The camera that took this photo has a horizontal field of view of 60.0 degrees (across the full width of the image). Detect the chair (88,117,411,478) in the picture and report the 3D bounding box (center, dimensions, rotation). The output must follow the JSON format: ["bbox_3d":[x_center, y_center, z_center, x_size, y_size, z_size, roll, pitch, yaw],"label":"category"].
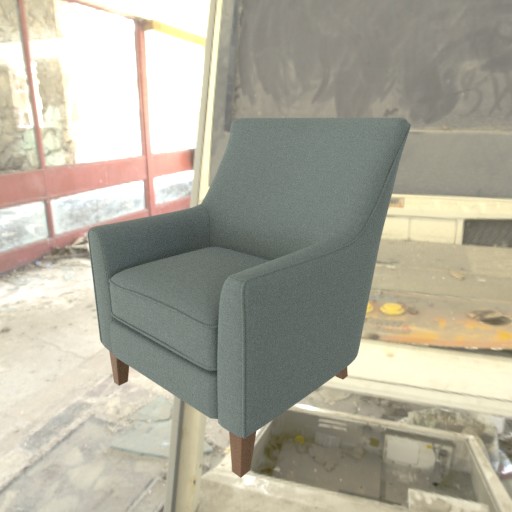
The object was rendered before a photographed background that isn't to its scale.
[{"bbox_3d":[0.000,0.000,1.536,0.756,0.916,0.879,16,23,41],"label":"chair"}]
